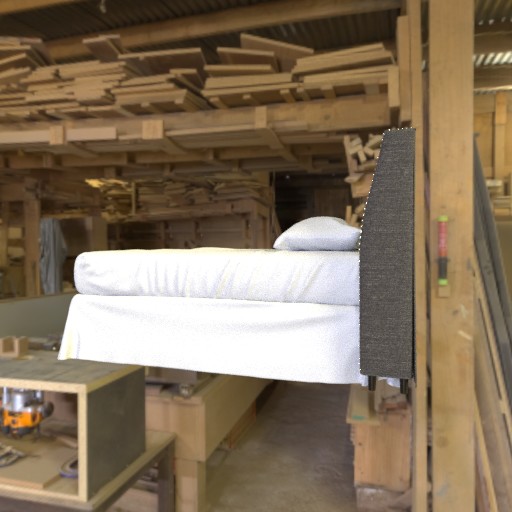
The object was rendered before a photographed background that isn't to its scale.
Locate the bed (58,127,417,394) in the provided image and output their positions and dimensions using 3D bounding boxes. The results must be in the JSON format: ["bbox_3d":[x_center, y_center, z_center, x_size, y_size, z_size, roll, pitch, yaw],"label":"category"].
[{"bbox_3d":[0.000,0.000,3.393,2.276,1.332,1.925,0,1,18],"label":"bed"}]
